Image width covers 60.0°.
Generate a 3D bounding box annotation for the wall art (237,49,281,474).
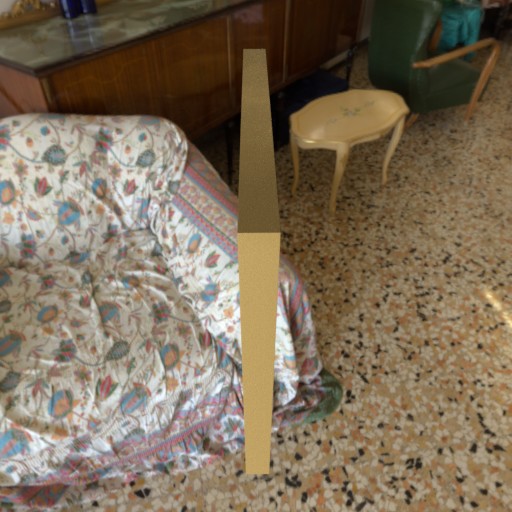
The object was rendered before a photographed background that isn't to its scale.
[{"bbox_3d":[0.000,0.000,0.748,0.038,0.508,0.507,0,42,0],"label":"wall art"}]
